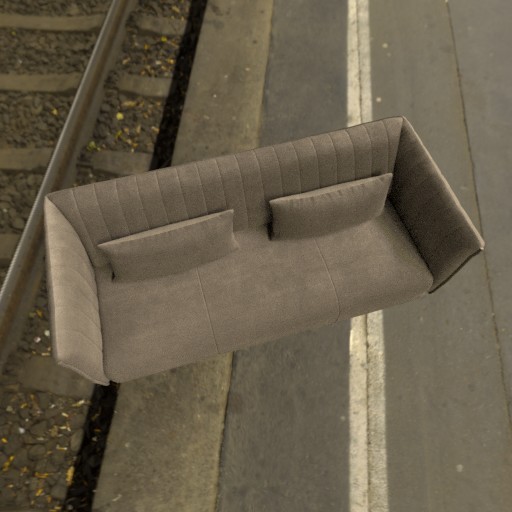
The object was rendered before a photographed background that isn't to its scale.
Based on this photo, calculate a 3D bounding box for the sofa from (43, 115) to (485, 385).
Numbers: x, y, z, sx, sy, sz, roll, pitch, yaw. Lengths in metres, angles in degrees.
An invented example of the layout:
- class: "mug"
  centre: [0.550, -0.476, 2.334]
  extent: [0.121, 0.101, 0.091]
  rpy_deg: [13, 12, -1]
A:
- class: "sofa"
  centre: [0.000, 0.000, 2.388]
  extent: [1.980, 0.780, 0.876]
  rpy_deg: [-14, 63, -7]
